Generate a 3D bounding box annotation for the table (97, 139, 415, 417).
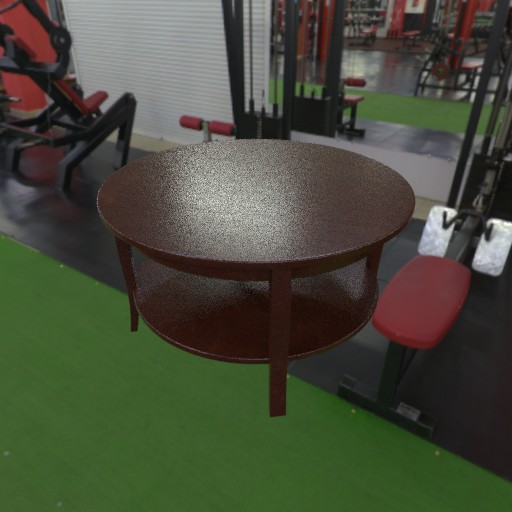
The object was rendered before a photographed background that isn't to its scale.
[{"bbox_3d":[0.000,0.000,1.453,0.911,0.512,0.911,0,31,0],"label":"table"}]
